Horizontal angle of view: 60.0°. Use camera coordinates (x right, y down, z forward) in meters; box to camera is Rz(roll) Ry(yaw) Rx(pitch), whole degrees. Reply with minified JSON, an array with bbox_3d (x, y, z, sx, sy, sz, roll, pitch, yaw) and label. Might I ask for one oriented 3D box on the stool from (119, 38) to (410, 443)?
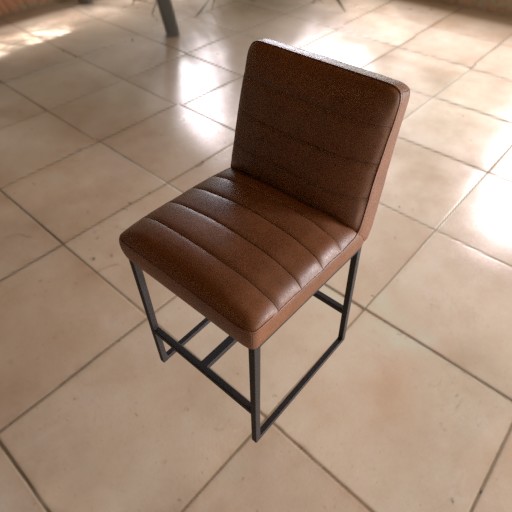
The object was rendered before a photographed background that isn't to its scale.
[{"bbox_3d":[0.000,0.000,1.233,0.458,0.940,0.556,32,54,27],"label":"stool"}]
